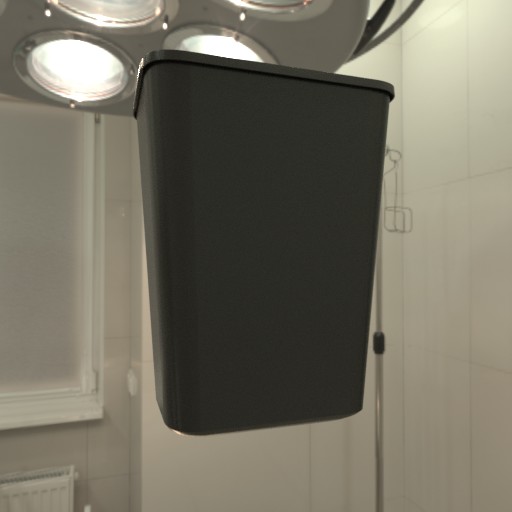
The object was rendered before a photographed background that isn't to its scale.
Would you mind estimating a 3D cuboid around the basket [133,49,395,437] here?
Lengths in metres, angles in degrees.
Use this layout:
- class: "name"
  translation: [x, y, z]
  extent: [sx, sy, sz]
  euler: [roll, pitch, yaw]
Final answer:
- class: "basket"
  translation: [0.000, 0.000, 0.744]
  extent: [0.394, 0.521, 0.287]
  euler: [0, -1, -18]
